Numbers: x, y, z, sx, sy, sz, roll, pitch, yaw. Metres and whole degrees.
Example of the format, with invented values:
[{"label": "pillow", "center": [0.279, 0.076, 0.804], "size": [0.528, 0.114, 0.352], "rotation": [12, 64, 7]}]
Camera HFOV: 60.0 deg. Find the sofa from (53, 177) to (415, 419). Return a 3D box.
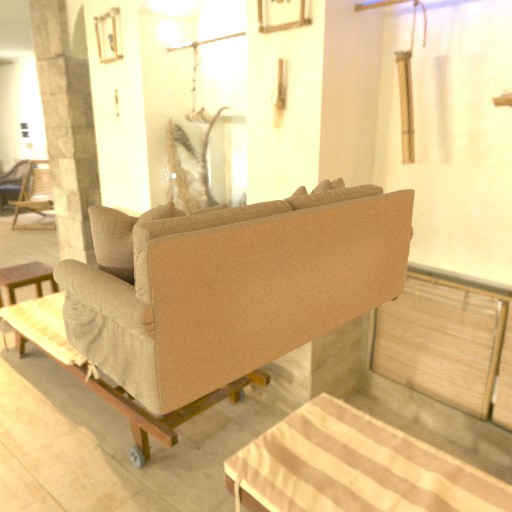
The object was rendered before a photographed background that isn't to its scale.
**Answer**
[{"label": "sofa", "center": [0.000, 0.000, 2.878], "size": [2.285, 0.904, 1.067], "rotation": [-15, 22, -42]}]
